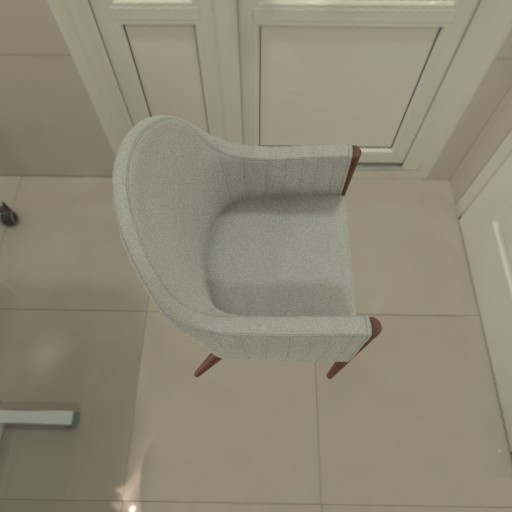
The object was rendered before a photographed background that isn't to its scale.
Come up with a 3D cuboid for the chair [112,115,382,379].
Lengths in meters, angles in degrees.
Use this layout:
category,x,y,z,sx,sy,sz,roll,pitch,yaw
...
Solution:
category,x,y,z,sx,sy,sz,roll,pitch,yaw
chair,0.000,0.000,1.346,0.620,0.889,0.610,1,64,0
